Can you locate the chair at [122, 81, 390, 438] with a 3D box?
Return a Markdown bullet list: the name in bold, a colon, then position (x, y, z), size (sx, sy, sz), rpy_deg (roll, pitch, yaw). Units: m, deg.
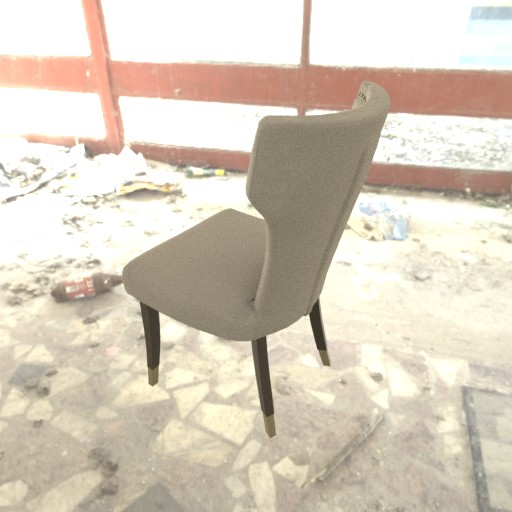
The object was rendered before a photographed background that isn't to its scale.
- **chair**: position (0.000, 0.000, 1.312), size (0.630, 0.950, 0.526), rpy_deg (20, 36, 30)
